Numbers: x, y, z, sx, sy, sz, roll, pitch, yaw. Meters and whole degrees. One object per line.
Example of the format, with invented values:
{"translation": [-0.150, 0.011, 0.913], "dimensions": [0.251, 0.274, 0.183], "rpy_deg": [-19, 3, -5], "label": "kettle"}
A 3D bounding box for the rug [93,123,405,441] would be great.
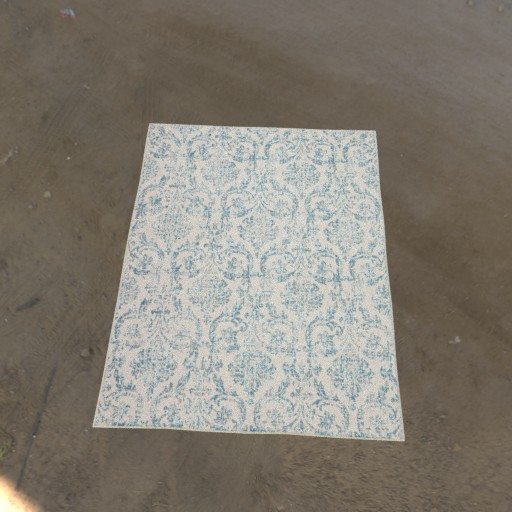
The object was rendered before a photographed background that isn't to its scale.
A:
{"translation": [0.000, 0.000, 3.987], "dimensions": [2.363, 0.012, 2.980], "rpy_deg": [2, 65, 1], "label": "rug"}
